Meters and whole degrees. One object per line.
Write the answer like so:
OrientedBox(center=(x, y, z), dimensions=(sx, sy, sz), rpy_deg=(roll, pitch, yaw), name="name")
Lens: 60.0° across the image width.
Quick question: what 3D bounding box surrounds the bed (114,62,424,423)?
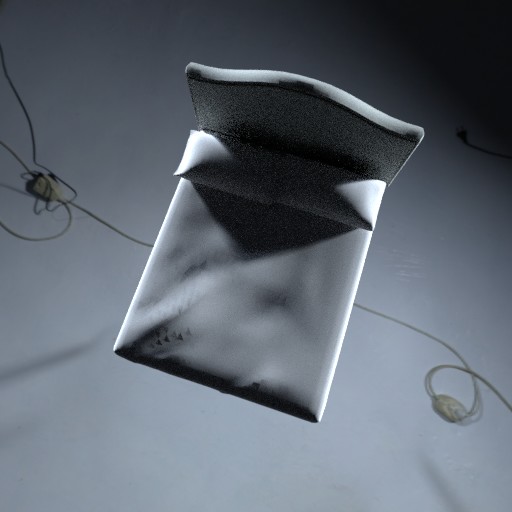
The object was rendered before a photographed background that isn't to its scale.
OrientedBox(center=(0.000, 0.000, 3.443), dimensions=(1.813, 1.607, 2.180), rpy_deg=(18, 76, 4), name="bed")
